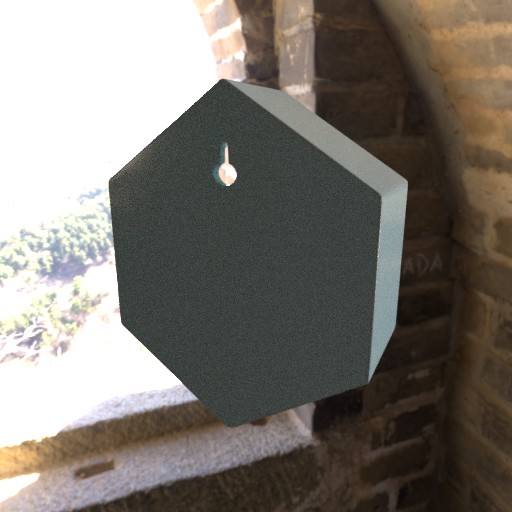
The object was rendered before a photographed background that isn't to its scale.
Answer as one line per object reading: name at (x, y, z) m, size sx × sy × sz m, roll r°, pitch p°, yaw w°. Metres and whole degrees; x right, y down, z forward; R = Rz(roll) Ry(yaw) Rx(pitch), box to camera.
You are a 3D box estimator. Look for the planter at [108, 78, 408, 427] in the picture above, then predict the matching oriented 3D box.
planter at (0.000, 0.000, 0.286) m, size 0.169 × 0.207 × 0.078 m, roll 7°, pitch 17°, yaw 26°
